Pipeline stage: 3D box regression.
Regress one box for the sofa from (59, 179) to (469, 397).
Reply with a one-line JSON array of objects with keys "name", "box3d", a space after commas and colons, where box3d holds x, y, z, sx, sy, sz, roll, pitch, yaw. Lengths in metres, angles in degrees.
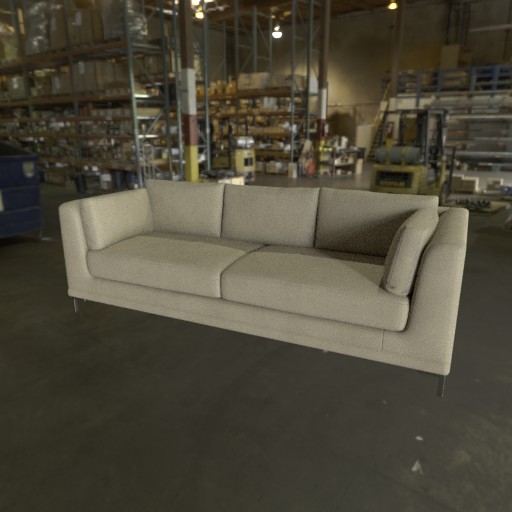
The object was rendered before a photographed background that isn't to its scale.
[{"name": "sofa", "box3d": [0.000, 0.000, 2.864, 2.415, 0.867, 0.969, 7, 18, 24]}]
